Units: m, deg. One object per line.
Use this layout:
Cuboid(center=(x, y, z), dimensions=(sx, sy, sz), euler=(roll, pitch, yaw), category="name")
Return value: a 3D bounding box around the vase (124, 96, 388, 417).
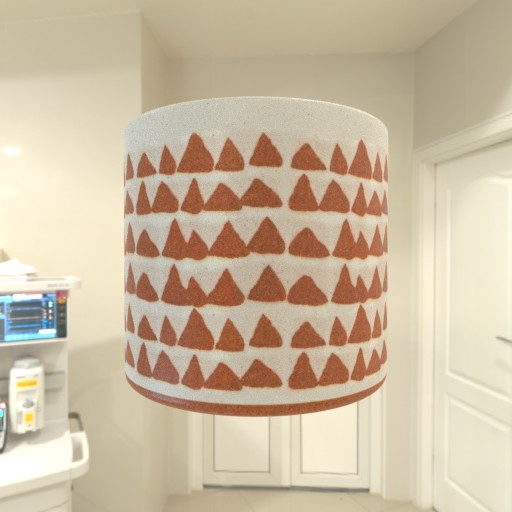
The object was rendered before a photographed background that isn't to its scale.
Cuboid(center=(0.000, 0.000, 0.240), dimensions=(0.137, 0.127, 0.137), euler=(0, 1, 0), category="vase")
